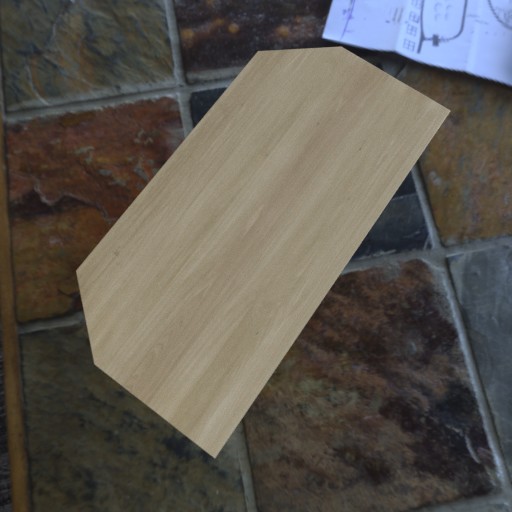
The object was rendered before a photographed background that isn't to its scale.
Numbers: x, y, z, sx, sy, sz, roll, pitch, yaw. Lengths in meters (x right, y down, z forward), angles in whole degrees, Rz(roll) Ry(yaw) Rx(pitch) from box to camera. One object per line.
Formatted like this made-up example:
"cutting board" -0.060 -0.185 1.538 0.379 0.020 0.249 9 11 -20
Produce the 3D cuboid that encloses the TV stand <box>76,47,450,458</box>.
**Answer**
"TV stand" 0.000 0.000 1.278 0.425 0.781 0.851 35 78 8
